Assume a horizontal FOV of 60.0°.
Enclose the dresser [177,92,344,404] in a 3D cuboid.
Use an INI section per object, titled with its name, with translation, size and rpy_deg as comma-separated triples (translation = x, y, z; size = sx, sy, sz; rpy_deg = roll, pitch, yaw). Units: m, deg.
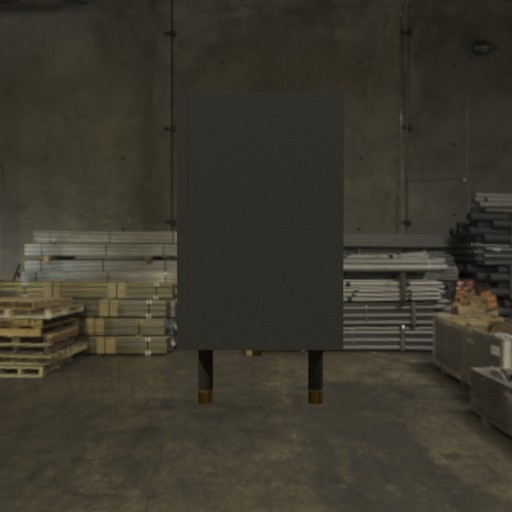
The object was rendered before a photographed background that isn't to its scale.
[dresser]
translation = 0.000, 0.000, 1.948
size = 0.463, 0.872, 1.558
rpy_deg = 0, 0, 0
